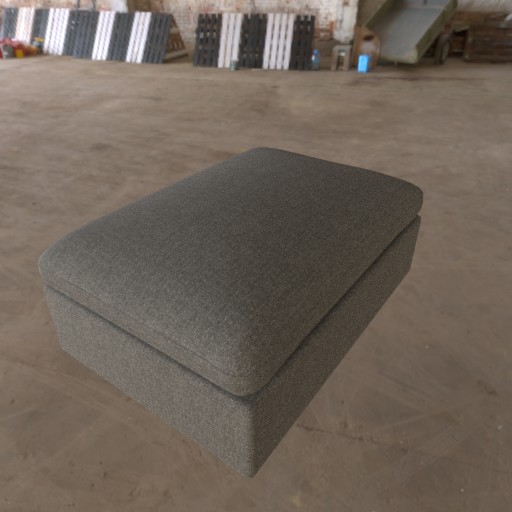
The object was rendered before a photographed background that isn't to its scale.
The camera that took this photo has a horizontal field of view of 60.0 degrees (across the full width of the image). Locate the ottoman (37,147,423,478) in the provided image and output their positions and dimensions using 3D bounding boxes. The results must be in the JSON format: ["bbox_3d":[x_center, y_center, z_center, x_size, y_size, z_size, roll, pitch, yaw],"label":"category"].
[{"bbox_3d":[0.000,0.000,1.405,0.711,0.483,1.041,21,38,29],"label":"ottoman"}]
